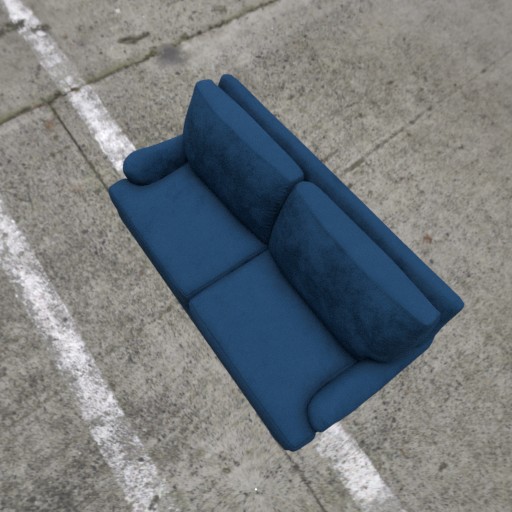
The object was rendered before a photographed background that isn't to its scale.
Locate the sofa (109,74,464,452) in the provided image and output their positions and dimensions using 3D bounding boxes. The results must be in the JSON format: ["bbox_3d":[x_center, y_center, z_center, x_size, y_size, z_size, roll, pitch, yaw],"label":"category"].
[{"bbox_3d":[0.000,0.000,2.816,1.084,1.101,2.141,-33,67,-16],"label":"sofa"}]
